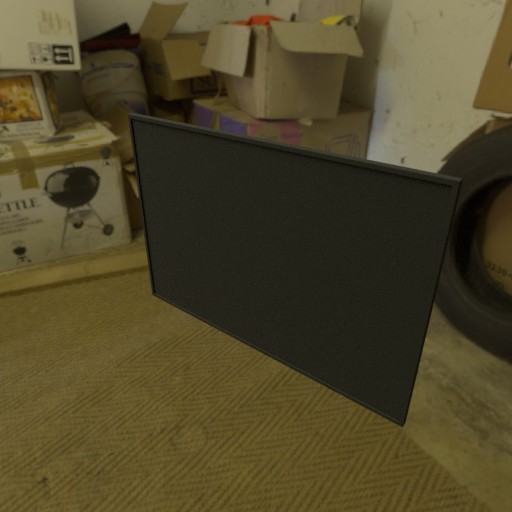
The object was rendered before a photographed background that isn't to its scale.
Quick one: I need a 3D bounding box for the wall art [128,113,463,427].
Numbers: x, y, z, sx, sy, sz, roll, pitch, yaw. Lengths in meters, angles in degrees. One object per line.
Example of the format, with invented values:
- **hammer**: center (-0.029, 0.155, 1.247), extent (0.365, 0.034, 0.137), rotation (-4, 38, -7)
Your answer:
- **wall art**: center (0.000, 0.000, 1.522), extent (1.190, 0.805, 0.028), rotation (21, 35, 33)
